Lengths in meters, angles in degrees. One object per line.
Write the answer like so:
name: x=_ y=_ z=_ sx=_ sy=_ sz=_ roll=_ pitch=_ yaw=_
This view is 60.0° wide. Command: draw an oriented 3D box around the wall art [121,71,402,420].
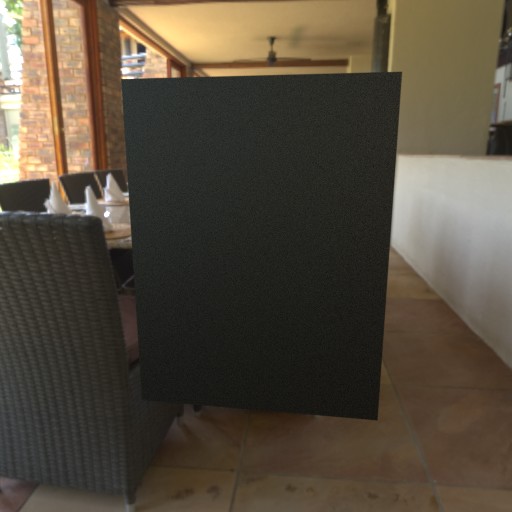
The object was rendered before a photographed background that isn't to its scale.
wall art: x=0.000 y=0.000 z=1.398 sx=0.806 sy=1.062 sz=0.038 roll=2 pitch=13 yaw=8
